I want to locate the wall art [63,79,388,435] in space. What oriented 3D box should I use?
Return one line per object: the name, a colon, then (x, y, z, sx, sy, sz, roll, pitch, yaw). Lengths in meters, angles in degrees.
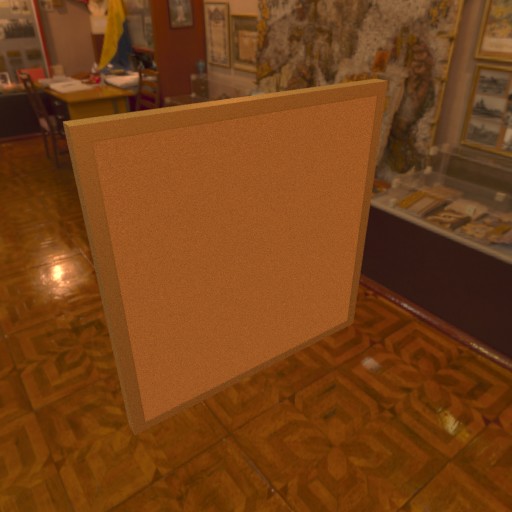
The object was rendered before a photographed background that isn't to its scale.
wall art: (0.000, 0.000, 2.807, 1.926, 1.926, 0.099, -20, 36, -29)
